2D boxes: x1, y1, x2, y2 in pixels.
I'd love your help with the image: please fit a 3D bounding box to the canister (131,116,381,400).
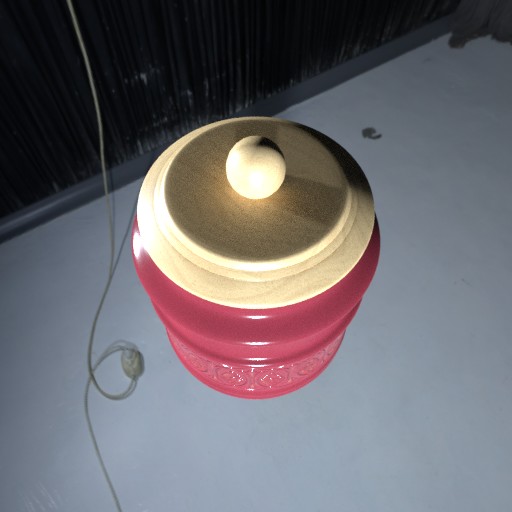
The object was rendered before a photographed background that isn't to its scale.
[{"bbox_3d":[0.000,0.000,0.258,0.130,0.176,0.130,0,59,0],"label":"canister"}]
